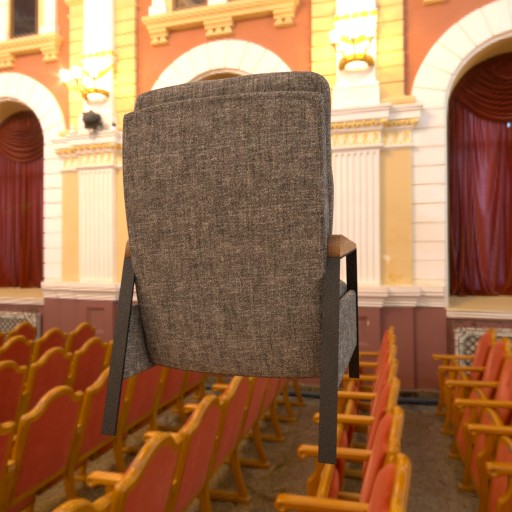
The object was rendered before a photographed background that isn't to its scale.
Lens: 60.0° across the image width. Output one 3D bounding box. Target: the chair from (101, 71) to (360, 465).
[{"bbox_3d":[0.000,0.000,1.604,0.671,1.042,0.868,0,-1,17],"label":"chair"}]
